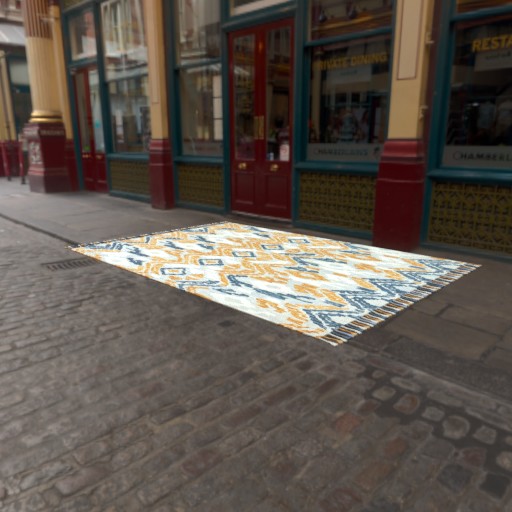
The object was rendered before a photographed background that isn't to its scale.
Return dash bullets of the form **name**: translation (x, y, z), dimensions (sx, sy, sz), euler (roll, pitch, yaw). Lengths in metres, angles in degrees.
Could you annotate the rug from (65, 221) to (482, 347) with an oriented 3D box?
- **rug**: translation (0.000, 0.000, 2.302), dimensions (1.827, 0.008, 1.230), euler (13, 19, 42)
